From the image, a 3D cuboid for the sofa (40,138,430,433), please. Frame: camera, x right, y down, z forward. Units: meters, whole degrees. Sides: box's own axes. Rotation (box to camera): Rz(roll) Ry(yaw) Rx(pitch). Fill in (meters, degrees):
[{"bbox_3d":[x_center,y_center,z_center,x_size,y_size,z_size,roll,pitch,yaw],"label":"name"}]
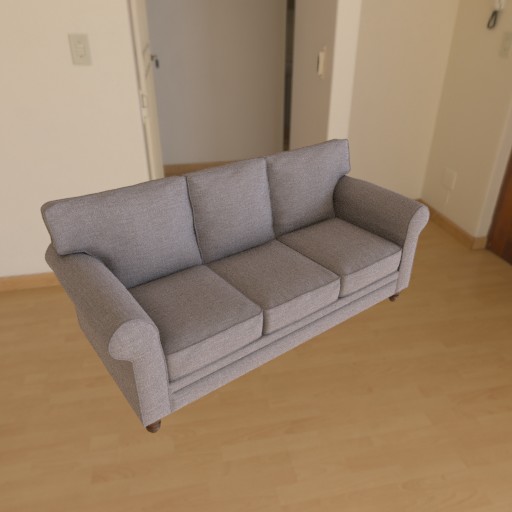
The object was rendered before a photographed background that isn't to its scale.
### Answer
[{"bbox_3d":[0.000,0.000,2.586,2.084,0.961,0.916,-20,35,-32],"label":"sofa"}]
